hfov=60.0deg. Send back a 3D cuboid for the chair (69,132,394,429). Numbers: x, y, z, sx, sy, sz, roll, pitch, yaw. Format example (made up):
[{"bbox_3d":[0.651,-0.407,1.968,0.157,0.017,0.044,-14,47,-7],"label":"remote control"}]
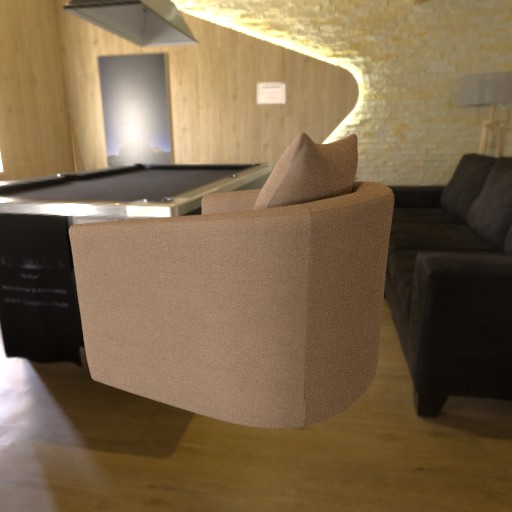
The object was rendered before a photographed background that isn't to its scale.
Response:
[{"bbox_3d":[0.000,0.000,1.581,0.910,0.848,0.845,7,17,25],"label":"chair"}]
